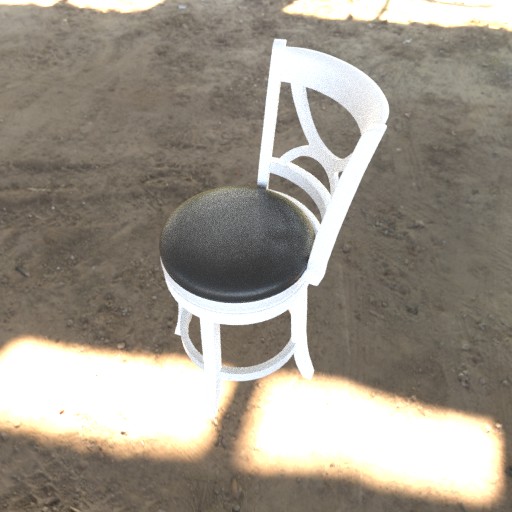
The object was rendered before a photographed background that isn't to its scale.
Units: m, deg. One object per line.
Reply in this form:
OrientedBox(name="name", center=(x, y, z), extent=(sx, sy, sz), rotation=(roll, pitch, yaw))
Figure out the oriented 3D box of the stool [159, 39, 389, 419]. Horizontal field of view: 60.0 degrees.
OrientedBox(name="stool", center=(0.000, 0.000, 1.220), extent=(0.508, 0.953, 0.444), rotation=(-17, 50, -16))
